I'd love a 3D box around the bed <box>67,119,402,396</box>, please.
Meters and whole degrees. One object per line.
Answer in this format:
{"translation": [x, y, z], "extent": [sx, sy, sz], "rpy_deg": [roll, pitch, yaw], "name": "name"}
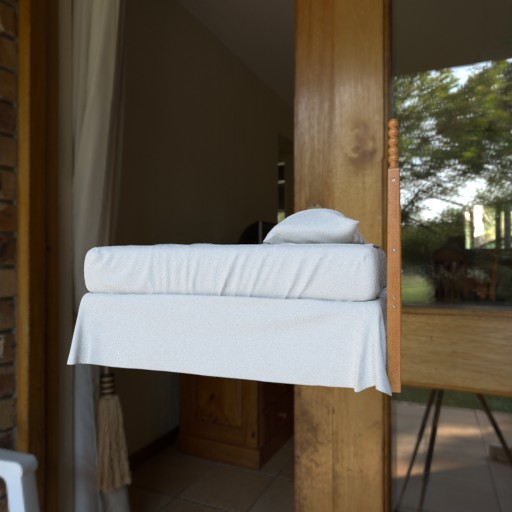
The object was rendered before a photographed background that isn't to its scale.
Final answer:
{"translation": [0.000, 0.000, 3.266], "extent": [2.040, 1.356, 1.873], "rpy_deg": [0, 0, 18], "name": "bed"}
